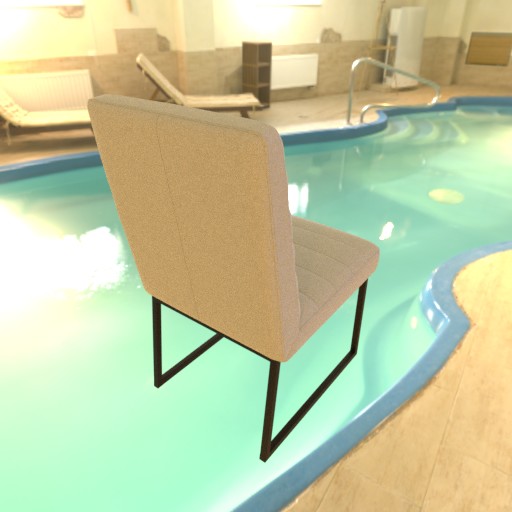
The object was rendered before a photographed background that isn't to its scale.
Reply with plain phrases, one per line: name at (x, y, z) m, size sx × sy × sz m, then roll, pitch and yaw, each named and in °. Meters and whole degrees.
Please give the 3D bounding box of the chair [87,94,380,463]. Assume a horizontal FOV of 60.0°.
chair at (0.000, 0.000, 1.295) m, size 0.520 × 0.930 × 0.634 m, roll 21°, pitch 36°, yaw 32°
